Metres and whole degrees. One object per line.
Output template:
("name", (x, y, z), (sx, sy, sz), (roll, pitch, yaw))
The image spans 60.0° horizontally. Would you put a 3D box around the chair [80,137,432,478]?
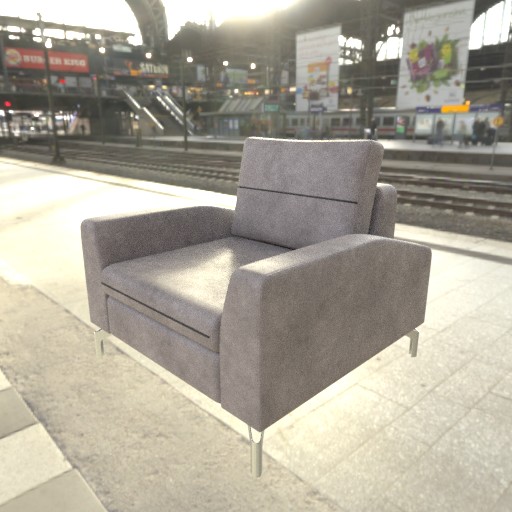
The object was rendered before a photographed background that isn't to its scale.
("chair", (0.000, 0.000, 1.575), (0.900, 0.800, 0.900), (16, 22, 43))
